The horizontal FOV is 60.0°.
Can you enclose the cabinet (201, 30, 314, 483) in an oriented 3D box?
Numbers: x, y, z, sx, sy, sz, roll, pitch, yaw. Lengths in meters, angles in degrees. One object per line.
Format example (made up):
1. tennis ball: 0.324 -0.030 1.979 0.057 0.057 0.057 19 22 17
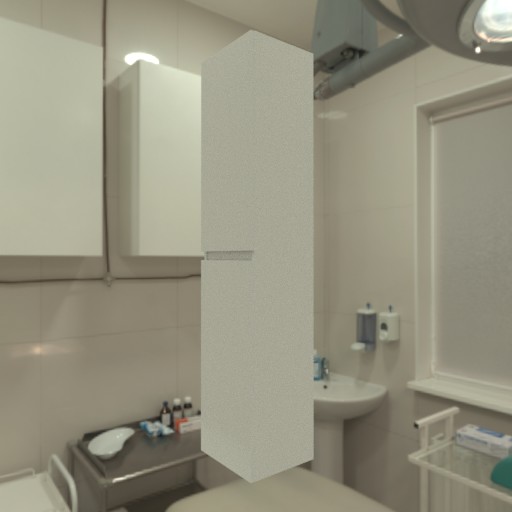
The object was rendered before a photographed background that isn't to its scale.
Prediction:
1. cabinet: 0.000 0.000 1.567 0.270 1.400 0.300 0 0 -38
